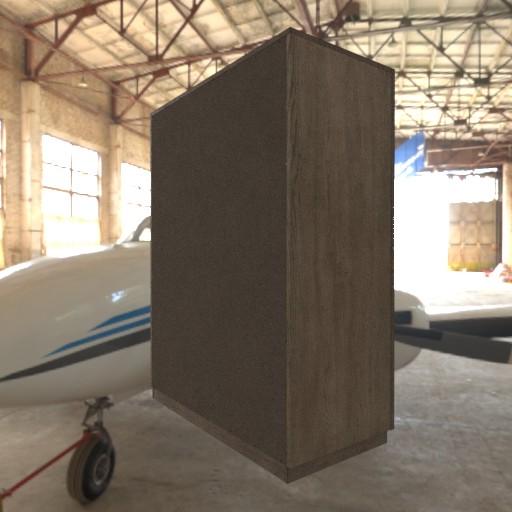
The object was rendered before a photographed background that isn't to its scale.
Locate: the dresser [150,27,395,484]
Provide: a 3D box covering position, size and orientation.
[{"bbox_3d":[0.000,0.000,1.780,0.483,1.295,0.967,0,0,-37],"label":"dresser"}]
